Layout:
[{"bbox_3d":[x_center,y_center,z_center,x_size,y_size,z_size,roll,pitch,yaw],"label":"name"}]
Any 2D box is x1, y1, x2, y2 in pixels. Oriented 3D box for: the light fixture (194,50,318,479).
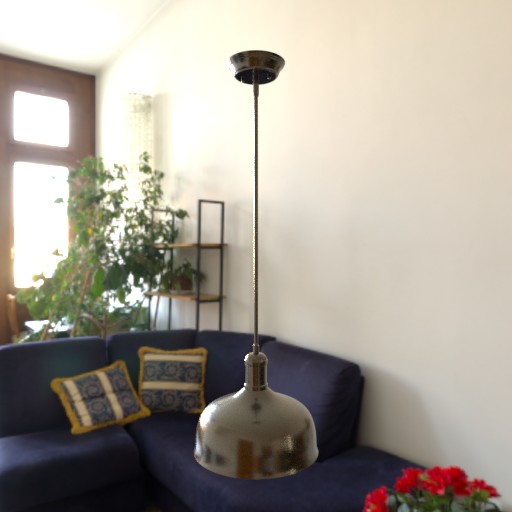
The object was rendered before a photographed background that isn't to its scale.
[{"bbox_3d":[0.000,0.000,1.077,0.299,0.935,0.299,0,0,17],"label":"light fixture"}]
